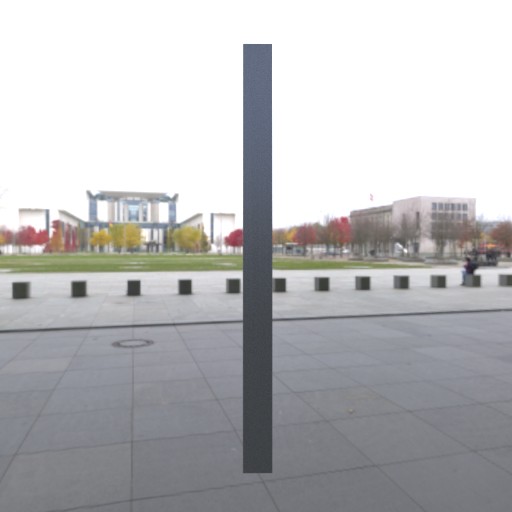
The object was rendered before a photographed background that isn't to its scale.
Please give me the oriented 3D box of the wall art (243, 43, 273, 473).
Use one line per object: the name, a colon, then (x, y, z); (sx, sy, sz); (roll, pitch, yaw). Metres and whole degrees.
wall art: (0.000, 0.000, 0.748); (0.032, 0.456, 0.557); (0, 1, 0)
